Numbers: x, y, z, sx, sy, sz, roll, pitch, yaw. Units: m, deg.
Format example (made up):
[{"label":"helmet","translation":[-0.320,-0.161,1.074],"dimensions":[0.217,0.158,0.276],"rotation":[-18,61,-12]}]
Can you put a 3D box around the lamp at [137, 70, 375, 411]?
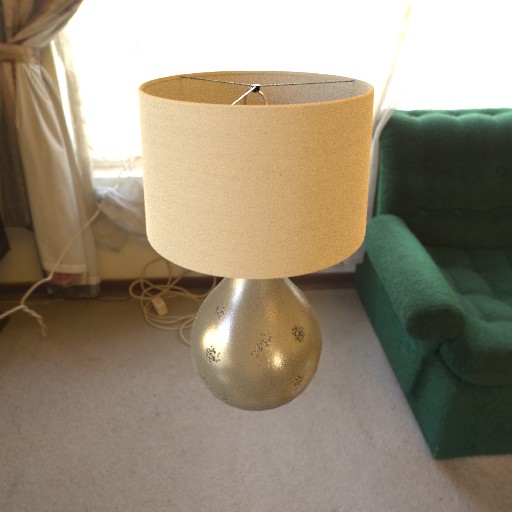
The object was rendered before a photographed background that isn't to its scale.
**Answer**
[{"label":"lamp","translation":[0.000,0.000,0.713],"dimensions":[0.330,0.521,0.330],"rotation":[0,29,0]}]
